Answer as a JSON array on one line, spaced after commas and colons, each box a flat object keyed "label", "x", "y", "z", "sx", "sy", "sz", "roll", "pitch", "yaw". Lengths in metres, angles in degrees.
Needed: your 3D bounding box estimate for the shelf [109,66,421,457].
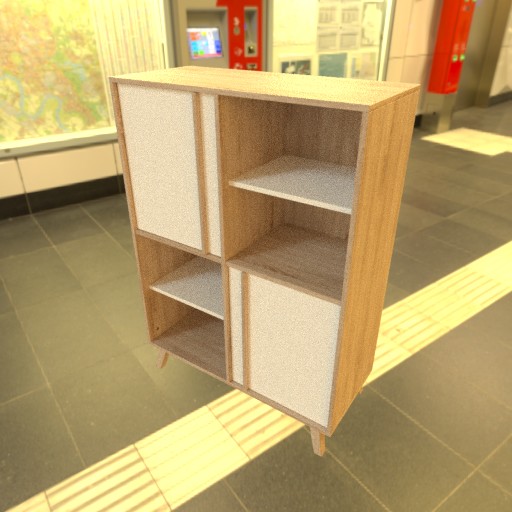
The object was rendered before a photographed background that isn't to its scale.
[{"label": "shelf", "x": 0.000, "y": 0.000, "z": 1.871, "sx": 1.000, "sy": 1.390, "sz": 0.450, "roll": 18, "pitch": 34, "yaw": 29}]
